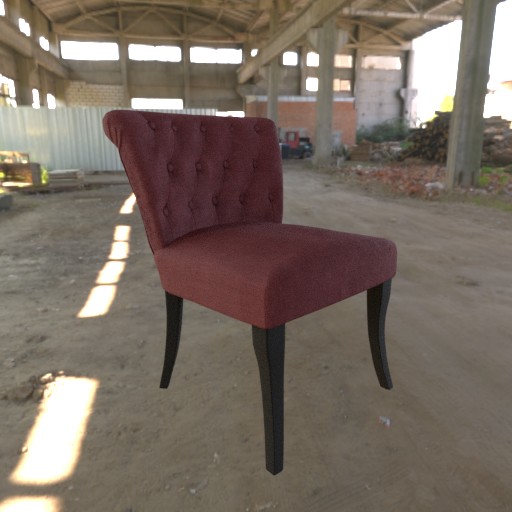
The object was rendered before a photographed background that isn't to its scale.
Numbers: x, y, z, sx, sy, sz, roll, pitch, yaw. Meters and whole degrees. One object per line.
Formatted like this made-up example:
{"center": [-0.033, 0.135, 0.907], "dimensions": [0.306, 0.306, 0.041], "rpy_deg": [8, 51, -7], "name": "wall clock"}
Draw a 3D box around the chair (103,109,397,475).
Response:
{"center": [0.000, 0.000, 1.195], "dimensions": [0.582, 0.750, 0.605], "rpy_deg": [-14, 20, -43], "name": "chair"}
